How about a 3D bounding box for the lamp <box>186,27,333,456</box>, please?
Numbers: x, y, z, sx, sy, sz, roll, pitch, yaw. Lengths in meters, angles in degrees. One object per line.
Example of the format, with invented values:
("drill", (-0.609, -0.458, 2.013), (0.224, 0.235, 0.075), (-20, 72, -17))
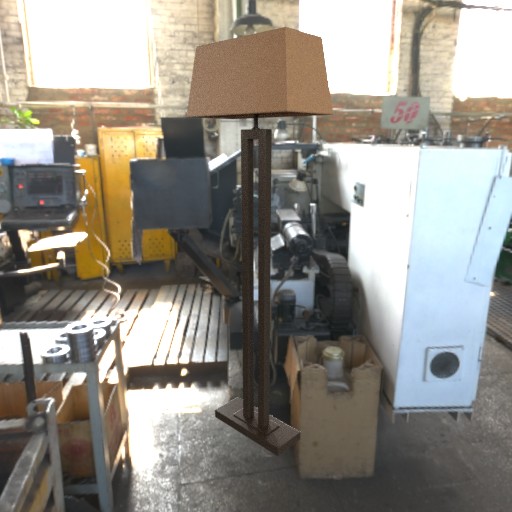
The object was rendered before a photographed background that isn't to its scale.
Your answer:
("lamp", (0.000, 0.000, 1.648), (0.475, 1.469, 0.233), (14, 20, 42))
